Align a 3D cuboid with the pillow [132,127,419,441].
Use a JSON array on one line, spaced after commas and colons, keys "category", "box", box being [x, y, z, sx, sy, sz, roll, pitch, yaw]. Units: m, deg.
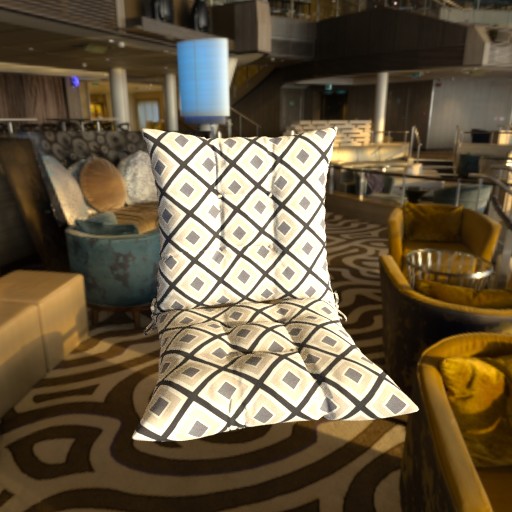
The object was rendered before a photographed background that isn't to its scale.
[{"category": "pillow", "box": [0.000, 0.000, 0.972, 0.541, 0.536, 0.585, -3, 17, -8]}]
